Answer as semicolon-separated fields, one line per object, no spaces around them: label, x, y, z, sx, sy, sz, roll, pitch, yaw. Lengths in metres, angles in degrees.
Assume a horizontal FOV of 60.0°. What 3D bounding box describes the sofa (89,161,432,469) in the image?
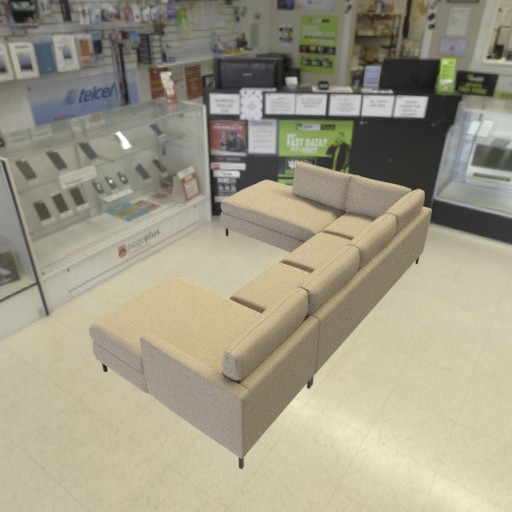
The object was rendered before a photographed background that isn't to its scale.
sofa;0.000;0.000;3.566;1.879;0.756;2.737;21;37;32
